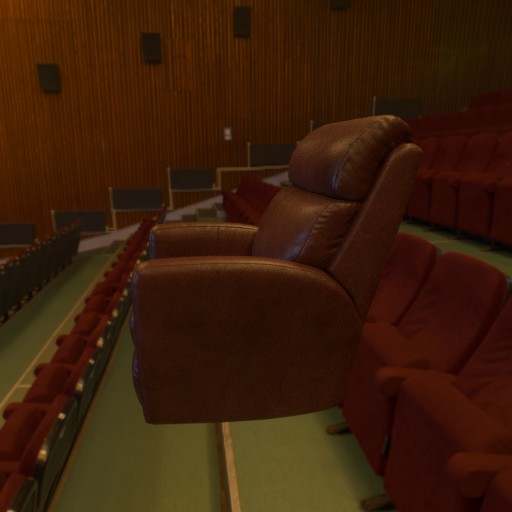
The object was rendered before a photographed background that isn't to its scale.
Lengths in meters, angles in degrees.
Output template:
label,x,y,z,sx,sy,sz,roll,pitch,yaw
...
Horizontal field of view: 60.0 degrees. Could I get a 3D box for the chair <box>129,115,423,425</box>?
label,x,y,z,sx,sy,sz,roll,pitch,yaw
chair,0.000,0.000,1.717,0.939,1.016,0.787,-2,14,-9
